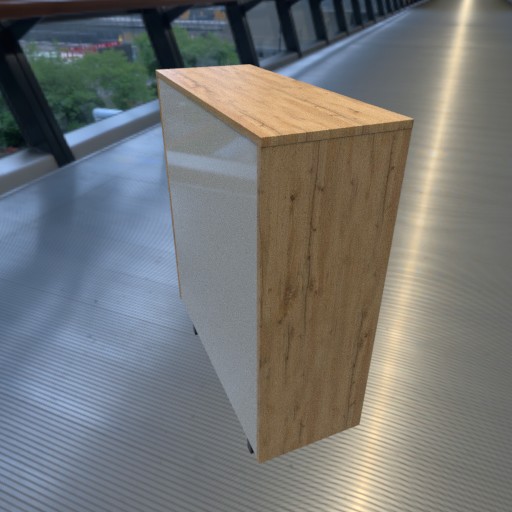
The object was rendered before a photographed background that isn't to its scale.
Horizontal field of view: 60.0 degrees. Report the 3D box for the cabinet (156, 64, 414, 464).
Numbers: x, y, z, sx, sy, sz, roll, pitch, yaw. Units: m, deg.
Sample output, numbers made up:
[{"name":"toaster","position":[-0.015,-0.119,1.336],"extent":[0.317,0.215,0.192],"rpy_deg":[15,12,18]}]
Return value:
[{"name":"cabinet","position":[0.000,0.000,1.944],"extent":[0.473,1.397,1.168],"rpy_deg":[-12,33,-20]}]
